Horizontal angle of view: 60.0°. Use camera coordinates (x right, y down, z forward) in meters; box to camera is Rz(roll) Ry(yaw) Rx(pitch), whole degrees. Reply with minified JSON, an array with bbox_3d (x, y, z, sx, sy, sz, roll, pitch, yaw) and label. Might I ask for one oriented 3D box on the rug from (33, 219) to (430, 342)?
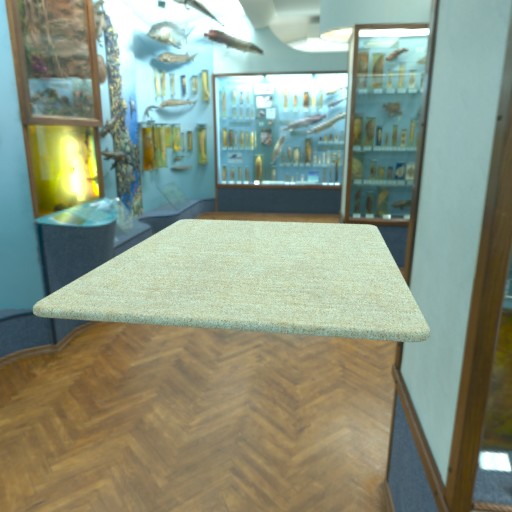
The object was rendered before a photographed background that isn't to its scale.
[{"bbox_3d":[0.000,0.000,3.325,2.009,0.048,2.528,2,16,9],"label":"rug"}]
